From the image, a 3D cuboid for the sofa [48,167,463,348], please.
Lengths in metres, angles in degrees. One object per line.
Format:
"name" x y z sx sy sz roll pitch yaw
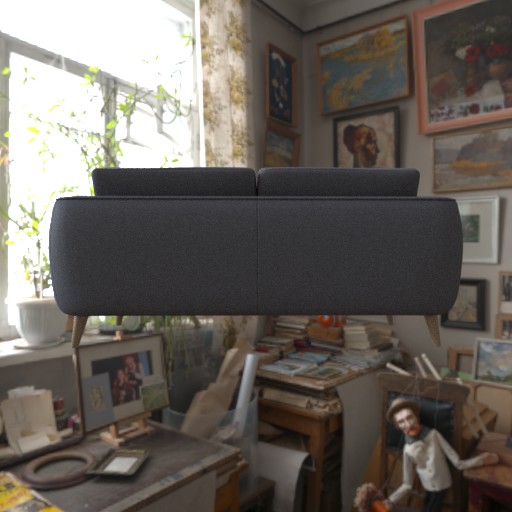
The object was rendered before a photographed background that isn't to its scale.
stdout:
"sofa" 0.000 0.000 2.510 2.000 0.870 0.920 0 0 -1
